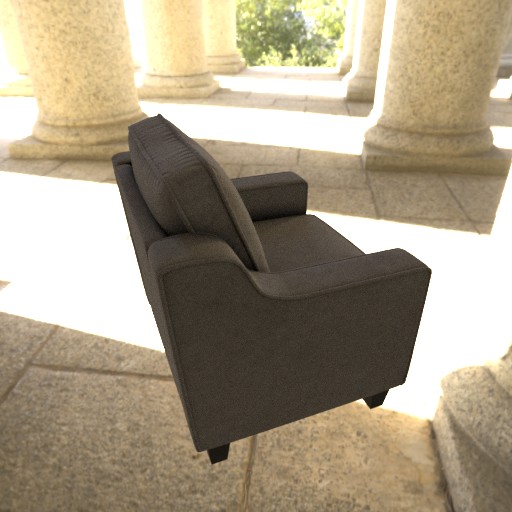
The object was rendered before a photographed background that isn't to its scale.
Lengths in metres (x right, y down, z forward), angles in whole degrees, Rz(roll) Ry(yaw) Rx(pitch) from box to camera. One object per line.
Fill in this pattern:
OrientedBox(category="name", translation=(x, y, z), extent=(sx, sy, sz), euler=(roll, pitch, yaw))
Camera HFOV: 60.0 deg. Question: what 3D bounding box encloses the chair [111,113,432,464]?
OrientedBox(category="chair", translation=(0.000, 0.000, 1.607), extent=(0.840, 0.944, 0.926), euler=(-11, 31, -19))
